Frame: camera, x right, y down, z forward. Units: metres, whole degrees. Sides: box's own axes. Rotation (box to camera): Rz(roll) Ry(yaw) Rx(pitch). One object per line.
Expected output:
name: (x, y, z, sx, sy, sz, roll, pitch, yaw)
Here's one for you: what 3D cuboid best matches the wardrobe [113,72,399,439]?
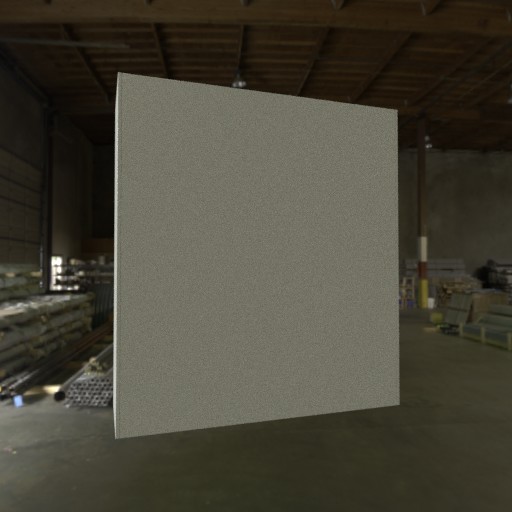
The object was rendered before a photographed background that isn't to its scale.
wardrobe: (0.000, 0.000, 2.944, 1.780, 1.960, 0.629, 0, -1, -19)
